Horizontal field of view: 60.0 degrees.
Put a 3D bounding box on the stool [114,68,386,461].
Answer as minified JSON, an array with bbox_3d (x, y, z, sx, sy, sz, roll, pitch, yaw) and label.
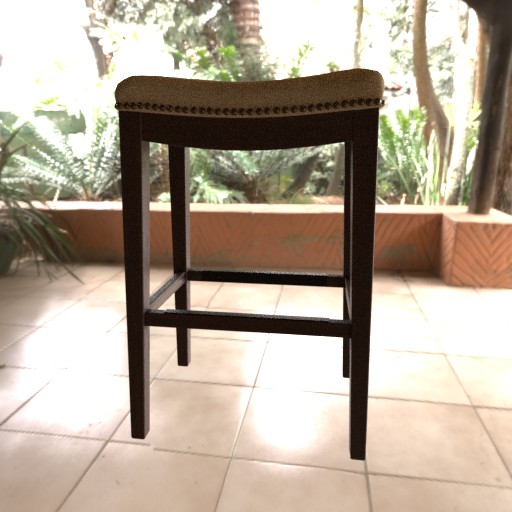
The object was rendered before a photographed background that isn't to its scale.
[{"bbox_3d":[0.000,0.000,1.027,0.509,0.768,0.363,2,15,8],"label":"stool"}]
